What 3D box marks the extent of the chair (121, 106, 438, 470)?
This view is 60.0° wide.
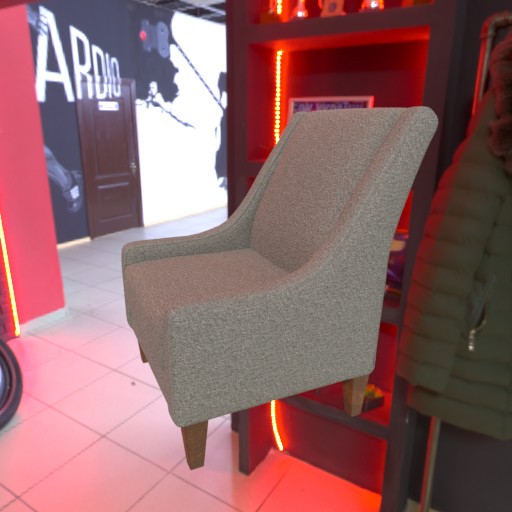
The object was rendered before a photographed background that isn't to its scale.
[{"bbox_3d":[0.000,0.000,1.598,0.870,1.016,0.774,-8,18,-24],"label":"chair"}]
